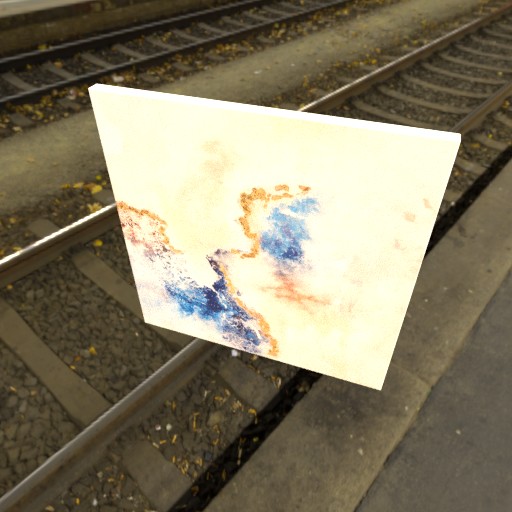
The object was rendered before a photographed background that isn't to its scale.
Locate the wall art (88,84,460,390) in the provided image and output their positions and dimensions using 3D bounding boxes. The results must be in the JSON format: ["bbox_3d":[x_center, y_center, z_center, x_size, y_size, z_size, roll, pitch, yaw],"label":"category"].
[{"bbox_3d":[0.000,0.000,1.308,0.889,0.889,0.038,13,42,15],"label":"wall art"}]
